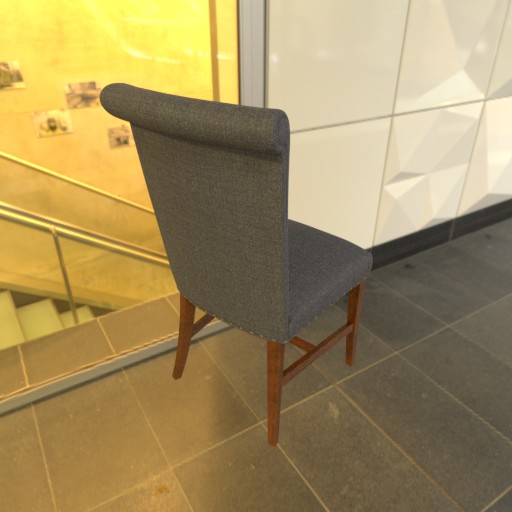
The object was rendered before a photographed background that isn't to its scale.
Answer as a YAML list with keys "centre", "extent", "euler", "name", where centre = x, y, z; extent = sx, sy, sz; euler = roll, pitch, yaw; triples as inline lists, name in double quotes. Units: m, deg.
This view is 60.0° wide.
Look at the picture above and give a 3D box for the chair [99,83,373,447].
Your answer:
- centre: [0.000, 0.000, 1.324]
  extent: [0.513, 0.988, 0.608]
  euler: [22, 37, 33]
  name: "chair"
